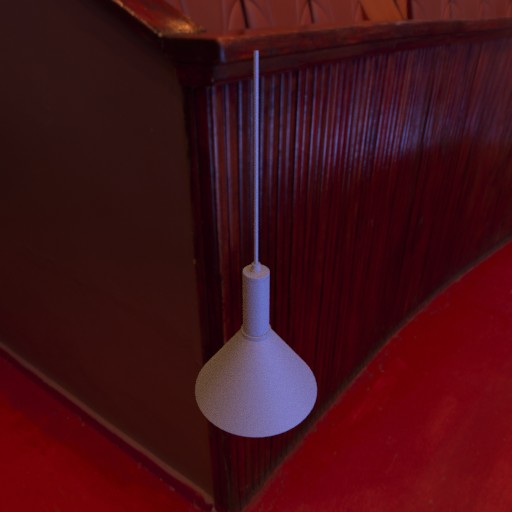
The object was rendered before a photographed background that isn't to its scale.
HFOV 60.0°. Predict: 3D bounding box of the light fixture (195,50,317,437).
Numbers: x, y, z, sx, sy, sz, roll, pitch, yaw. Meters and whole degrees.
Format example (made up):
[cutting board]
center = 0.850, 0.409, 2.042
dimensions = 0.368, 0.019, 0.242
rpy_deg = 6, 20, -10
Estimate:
[light fixture]
center = 0.000, 0.000, 0.808
dimensions = 0.267, 0.683, 0.267
rpy_deg = 19, 36, 29
